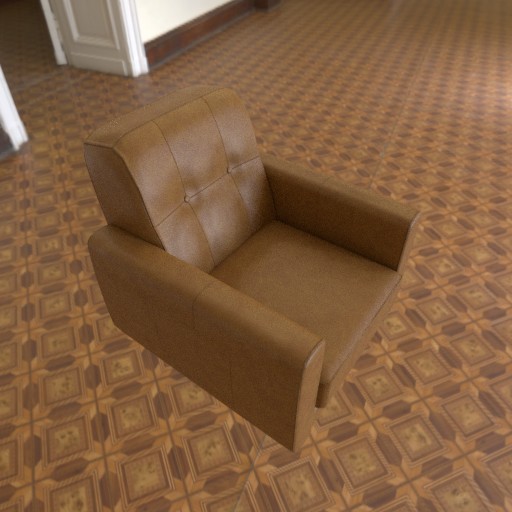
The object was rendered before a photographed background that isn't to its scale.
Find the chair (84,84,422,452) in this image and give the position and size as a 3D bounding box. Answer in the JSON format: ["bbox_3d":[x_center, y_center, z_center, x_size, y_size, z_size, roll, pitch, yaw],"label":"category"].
[{"bbox_3d":[0.000,0.000,1.637,0.942,0.968,0.845,26,48,26],"label":"chair"}]
